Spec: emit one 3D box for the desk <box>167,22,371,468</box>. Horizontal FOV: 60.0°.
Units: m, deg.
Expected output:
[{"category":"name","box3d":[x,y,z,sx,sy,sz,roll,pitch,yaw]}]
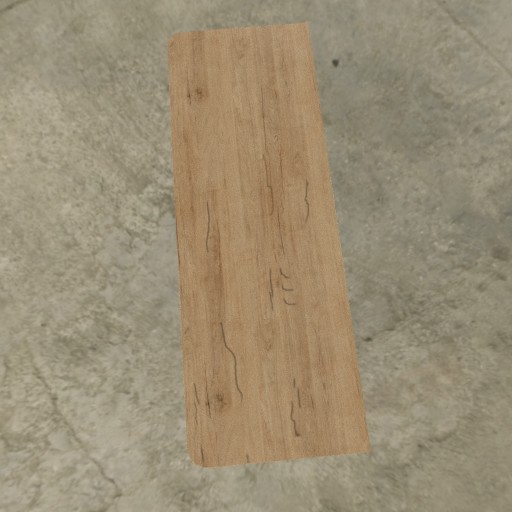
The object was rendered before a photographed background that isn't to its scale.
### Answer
[{"category":"desk","box3d":[0.000,0.000,1.445,0.390,0.760,1.100,-5,75,-1]}]
